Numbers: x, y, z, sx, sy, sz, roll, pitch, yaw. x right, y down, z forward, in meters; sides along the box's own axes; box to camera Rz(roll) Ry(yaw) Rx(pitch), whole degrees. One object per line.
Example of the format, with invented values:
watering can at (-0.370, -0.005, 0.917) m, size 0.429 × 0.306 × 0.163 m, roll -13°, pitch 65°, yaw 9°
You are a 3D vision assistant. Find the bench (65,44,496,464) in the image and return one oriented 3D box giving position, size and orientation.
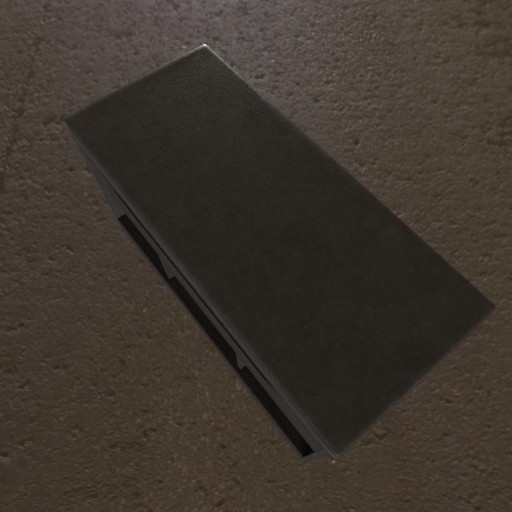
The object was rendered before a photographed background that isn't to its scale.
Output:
bench at (0.000, 0.000, 1.121) m, size 0.401 × 0.501 × 0.905 m, roll -36°, pitch 69°, yaw -16°
